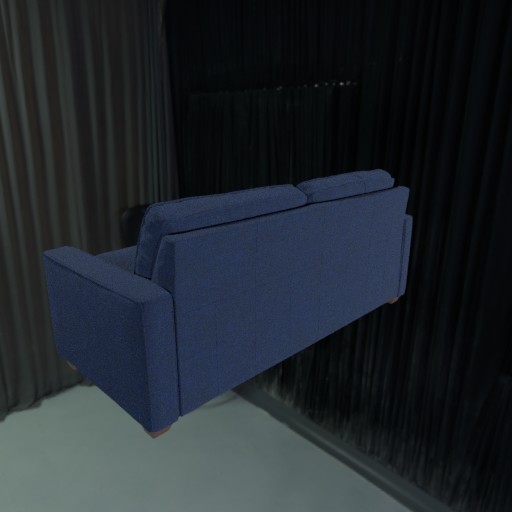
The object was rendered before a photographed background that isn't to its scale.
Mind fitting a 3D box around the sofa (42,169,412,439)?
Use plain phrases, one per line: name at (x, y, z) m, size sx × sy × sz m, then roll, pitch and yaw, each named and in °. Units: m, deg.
sofa at (0.000, 0.000, 2.569) m, size 0.940 × 0.919 × 2.080 m, roll 16°, pitch 24°, yaw 42°
